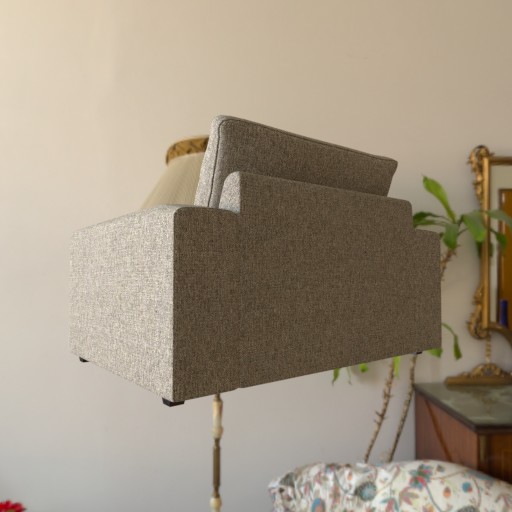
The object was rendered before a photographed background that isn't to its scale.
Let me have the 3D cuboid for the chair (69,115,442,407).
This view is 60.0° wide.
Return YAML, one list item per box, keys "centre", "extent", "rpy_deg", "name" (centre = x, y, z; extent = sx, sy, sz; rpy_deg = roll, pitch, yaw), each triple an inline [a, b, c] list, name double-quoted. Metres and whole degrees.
- centre: [0.000, 0.000, 2.045]
  extent: [1.398, 0.915, 1.039]
  rpy_deg: [1, -2, -38]
  name: "chair"
